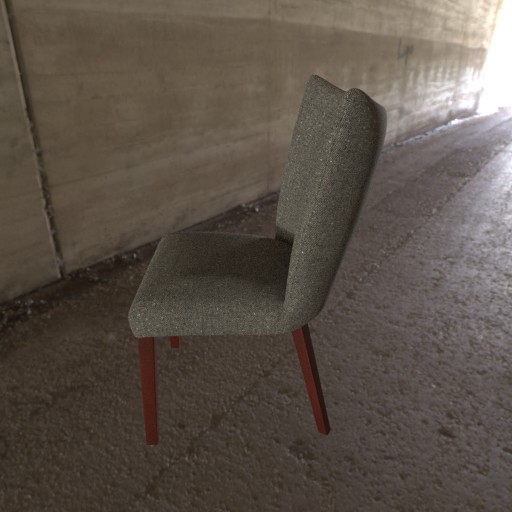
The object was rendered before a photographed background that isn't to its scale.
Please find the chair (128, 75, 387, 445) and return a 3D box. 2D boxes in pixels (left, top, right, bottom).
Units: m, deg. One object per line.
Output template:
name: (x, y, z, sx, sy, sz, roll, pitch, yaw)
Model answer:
chair: (0.000, 0.000, 1.247, 0.623, 0.924, 0.535, -1, 25, -1)
